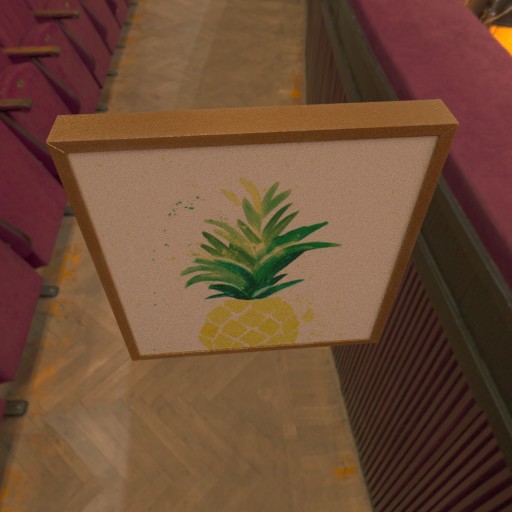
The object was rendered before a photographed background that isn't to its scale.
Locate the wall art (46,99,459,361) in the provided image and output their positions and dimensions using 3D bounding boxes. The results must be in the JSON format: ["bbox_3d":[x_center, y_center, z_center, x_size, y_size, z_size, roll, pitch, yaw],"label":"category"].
[{"bbox_3d":[0.000,0.000,0.450,0.306,0.305,0.038,-4,47,-3],"label":"wall art"}]
